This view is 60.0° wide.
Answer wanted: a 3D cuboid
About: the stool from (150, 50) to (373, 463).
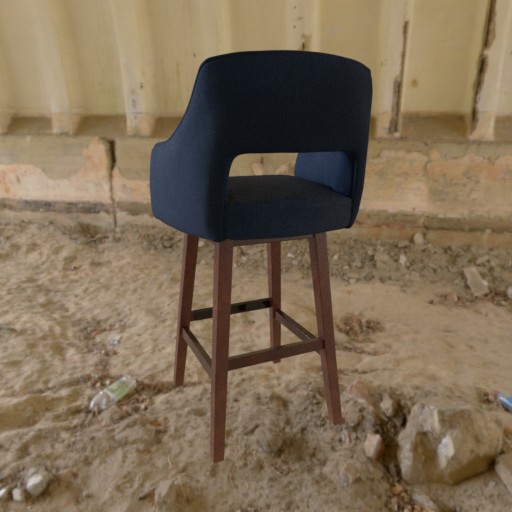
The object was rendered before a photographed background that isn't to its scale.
[{"bbox_3d":[0.000,0.000,1.316,0.550,1.041,0.560,-7,17,-24],"label":"stool"}]
